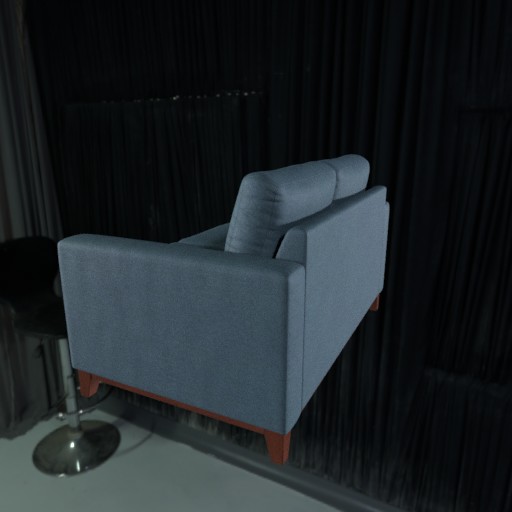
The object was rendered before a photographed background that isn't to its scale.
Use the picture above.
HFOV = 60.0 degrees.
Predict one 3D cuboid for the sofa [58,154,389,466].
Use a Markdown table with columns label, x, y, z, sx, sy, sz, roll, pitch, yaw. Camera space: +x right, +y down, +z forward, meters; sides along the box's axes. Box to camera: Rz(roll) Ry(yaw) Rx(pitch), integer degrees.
| label | x | y | z | sx | sy | sz | roll | pitch | yaw |
| --- | --- | --- | --- | --- | --- | --- | --- | --- | --- |
| sofa | 0.000 | 0.000 | 2.099 | 0.955 | 0.903 | 1.489 | 8 | 17 | 25 |
